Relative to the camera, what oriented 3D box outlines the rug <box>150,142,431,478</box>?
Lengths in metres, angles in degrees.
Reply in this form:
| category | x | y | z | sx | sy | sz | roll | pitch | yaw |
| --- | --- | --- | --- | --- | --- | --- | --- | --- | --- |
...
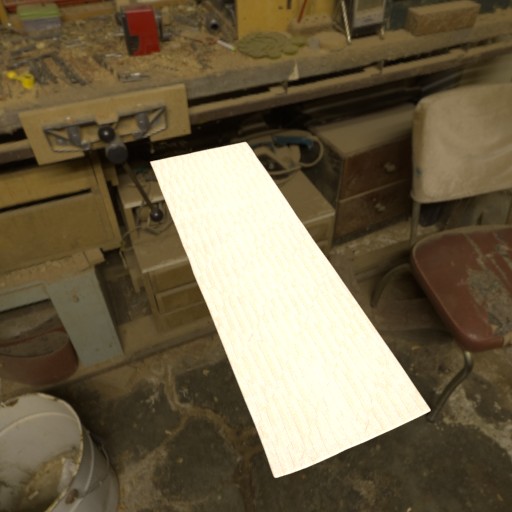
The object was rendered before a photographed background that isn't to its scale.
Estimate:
| category | x | y | z | sx | sy | sz | roll | pitch | yaw |
| --- | --- | --- | --- | --- | --- | --- | --- | --- | --- |
| rug | 0.000 | 0.000 | 2.720 | 0.793 | 0.014 | 2.450 | -16 | 48 | -15 |
